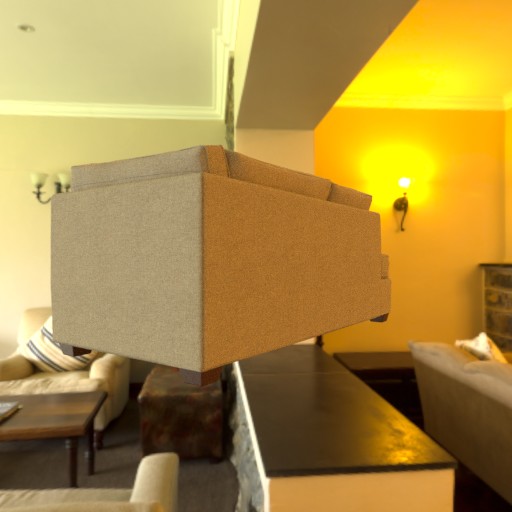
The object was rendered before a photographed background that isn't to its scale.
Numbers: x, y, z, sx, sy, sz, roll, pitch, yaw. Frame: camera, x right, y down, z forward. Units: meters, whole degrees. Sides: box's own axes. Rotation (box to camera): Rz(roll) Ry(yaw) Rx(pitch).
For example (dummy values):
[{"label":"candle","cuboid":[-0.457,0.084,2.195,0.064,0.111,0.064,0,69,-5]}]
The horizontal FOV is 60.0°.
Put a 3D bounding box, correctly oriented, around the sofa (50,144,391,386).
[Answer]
[{"label":"sofa","cuboid":[0.000,0.000,2.890,1.110,1.019,2.238,0,0,35]}]
